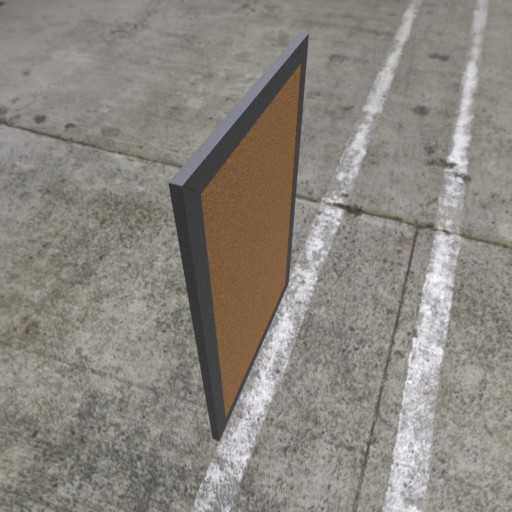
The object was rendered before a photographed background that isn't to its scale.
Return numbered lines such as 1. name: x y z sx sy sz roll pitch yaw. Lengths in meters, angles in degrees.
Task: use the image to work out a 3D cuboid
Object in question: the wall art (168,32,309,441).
1. wall art: 0.000 0.000 0.687 0.013 0.534 0.380 15 48 15
